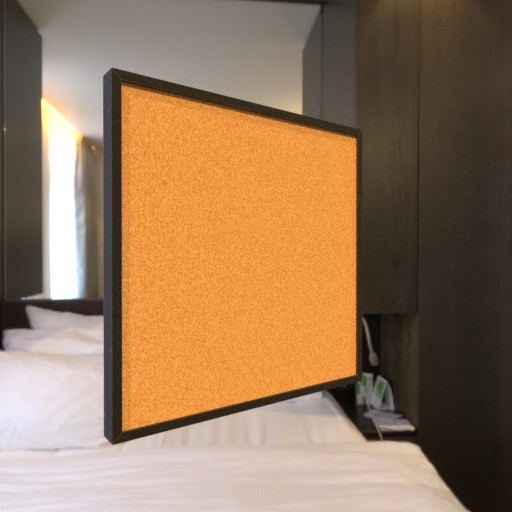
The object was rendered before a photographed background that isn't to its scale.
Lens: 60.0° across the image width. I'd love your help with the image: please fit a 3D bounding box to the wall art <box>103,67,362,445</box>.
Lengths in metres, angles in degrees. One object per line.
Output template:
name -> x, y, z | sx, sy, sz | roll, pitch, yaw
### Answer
wall art -> 0.000, 0.000, 0.758 | 0.506, 0.506, 0.036 | 0, 0, -36
